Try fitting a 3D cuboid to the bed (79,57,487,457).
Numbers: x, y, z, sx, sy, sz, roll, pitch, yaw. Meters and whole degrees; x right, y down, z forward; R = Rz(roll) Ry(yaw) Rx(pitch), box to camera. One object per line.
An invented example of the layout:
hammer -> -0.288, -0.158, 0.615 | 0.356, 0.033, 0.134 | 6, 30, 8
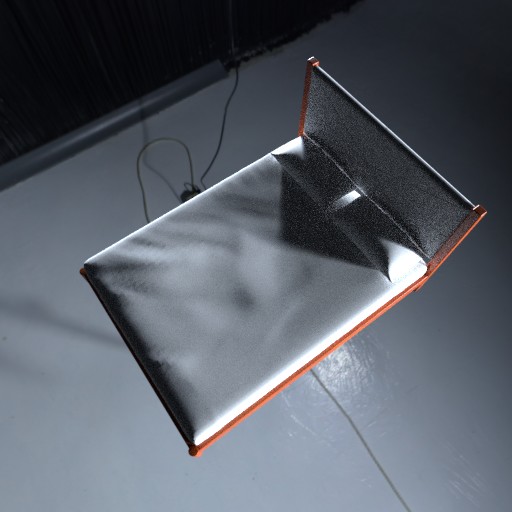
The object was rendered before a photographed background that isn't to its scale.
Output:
bed -> 0.000, 0.000, 3.037 | 2.117, 1.165, 1.566 | -33, 68, -15
